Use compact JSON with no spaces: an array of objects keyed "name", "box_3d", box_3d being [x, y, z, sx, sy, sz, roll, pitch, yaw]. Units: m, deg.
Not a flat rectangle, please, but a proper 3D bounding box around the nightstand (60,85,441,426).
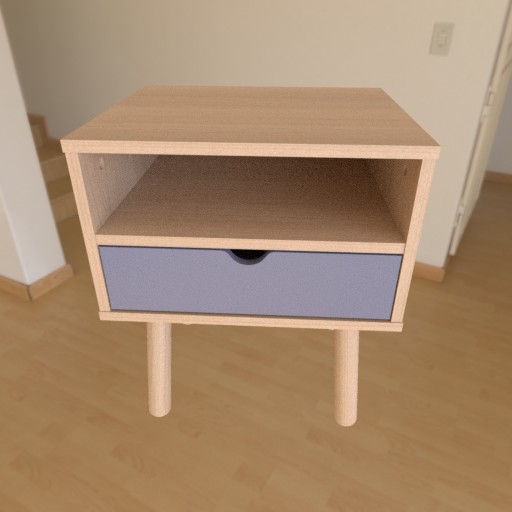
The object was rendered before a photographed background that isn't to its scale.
[{"name":"nightstand","box_3d":[0.000,0.000,0.820,0.450,0.530,0.380,2,30,3]}]
